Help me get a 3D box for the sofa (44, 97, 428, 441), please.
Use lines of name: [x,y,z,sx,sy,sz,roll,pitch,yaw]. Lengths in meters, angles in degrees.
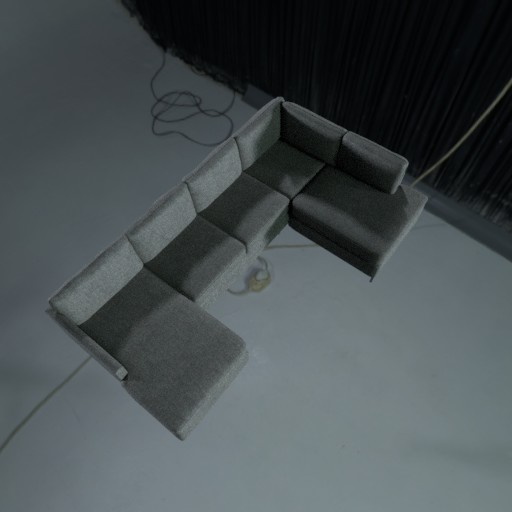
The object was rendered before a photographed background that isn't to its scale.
sofa: [0.000,0.000,4.381,2.048,0.999,3.423,34,64,19]
